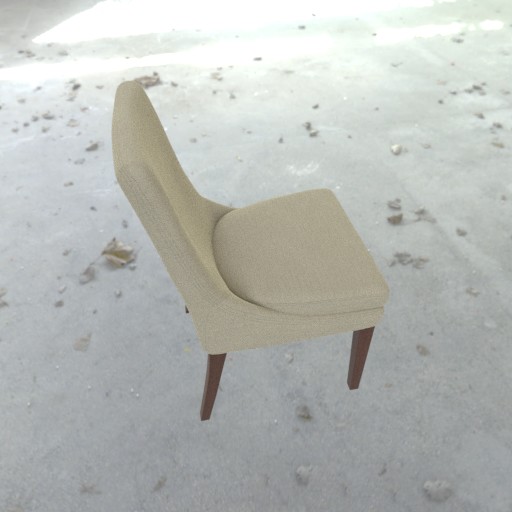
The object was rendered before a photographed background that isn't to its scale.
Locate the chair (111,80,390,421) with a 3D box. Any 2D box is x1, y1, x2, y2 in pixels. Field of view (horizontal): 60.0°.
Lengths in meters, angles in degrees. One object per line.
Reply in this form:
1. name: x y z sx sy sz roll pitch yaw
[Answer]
1. chair: 0.000 0.000 1.308 0.638 0.940 0.515 -9 45 -9
